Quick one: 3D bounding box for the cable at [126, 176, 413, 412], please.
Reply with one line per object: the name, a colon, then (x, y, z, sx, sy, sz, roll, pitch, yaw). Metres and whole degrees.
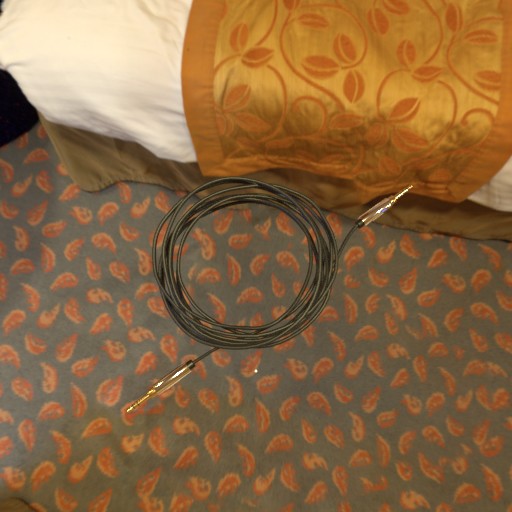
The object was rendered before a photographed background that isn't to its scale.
cable: (0.000, 0.000, 0.507, 0.432, 0.069, 0.198, -35, 78, -9)
